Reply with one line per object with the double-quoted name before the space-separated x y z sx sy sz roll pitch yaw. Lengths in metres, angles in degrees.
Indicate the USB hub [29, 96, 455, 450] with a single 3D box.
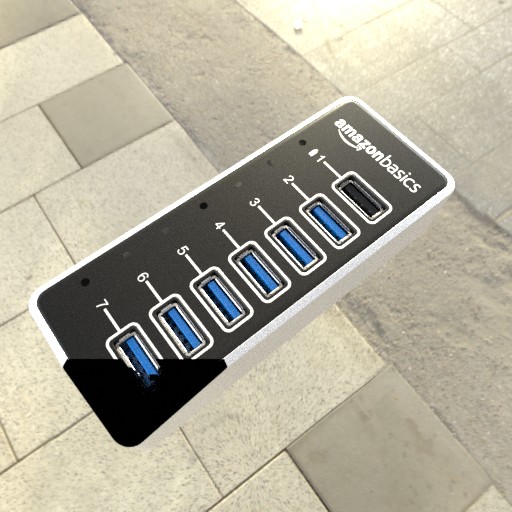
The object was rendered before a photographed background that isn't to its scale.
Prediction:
"USB hub" 0.000 0.000 0.124 0.110 0.023 0.044 -35 69 -16
